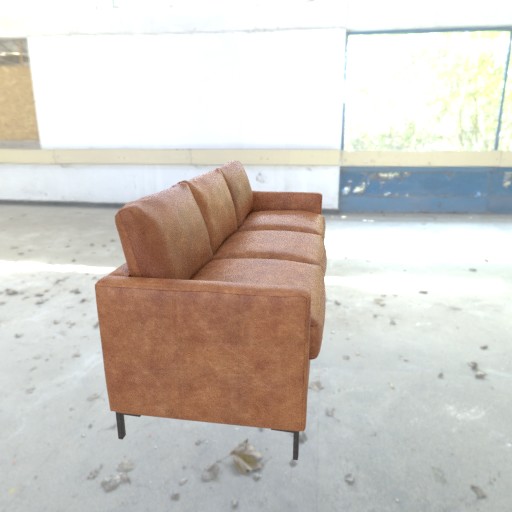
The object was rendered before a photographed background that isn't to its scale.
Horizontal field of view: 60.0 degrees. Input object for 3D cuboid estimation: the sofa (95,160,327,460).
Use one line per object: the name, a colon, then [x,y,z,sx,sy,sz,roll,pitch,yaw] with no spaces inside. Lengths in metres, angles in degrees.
sofa: [0.000,0.000,2.362,0.748,0.863,2.029,3,17,9]
